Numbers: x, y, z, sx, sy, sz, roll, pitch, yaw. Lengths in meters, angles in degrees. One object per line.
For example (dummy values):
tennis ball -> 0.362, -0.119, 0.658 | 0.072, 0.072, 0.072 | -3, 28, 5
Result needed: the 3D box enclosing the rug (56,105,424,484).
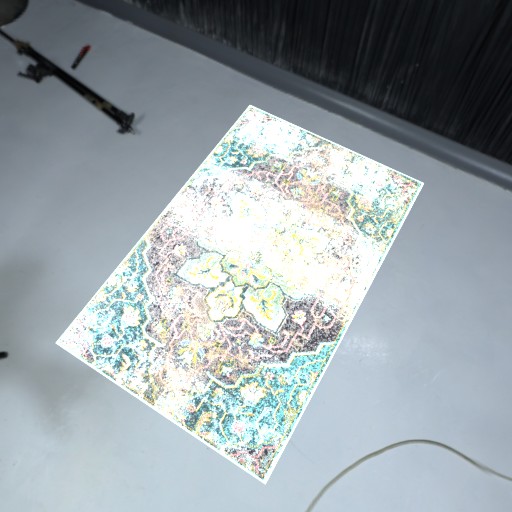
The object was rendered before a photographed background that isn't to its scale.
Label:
rug -> 0.000, 0.000, 3.045 | 1.566, 0.004, 2.363 | 29, 67, 14
